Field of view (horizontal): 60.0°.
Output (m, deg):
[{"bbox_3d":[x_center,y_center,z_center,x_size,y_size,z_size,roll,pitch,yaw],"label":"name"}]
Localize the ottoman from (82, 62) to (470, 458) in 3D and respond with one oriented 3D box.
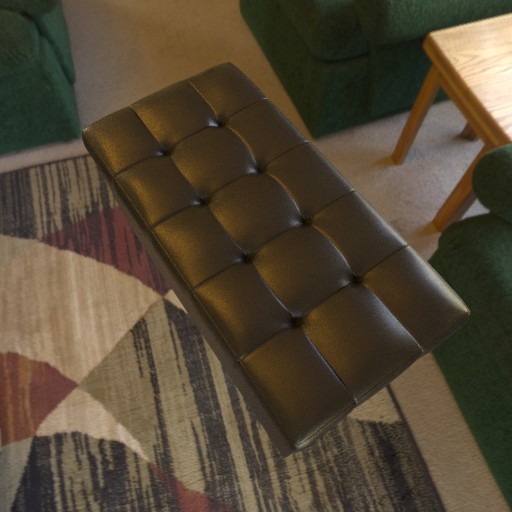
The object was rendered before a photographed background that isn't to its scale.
[{"bbox_3d":[0.000,0.000,1.103,0.432,0.470,0.838,-32,67,-15],"label":"ottoman"}]
